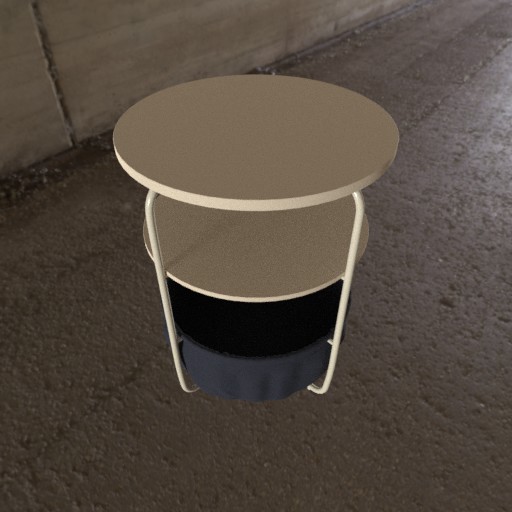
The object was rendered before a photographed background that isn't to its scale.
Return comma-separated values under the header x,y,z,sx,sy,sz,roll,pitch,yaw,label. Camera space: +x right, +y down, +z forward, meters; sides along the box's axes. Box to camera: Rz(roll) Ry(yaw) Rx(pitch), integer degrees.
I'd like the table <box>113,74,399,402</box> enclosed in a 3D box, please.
x,y,z,sx,sy,sz,roll,pitch,yaw,label
0.000,0.000,0.841,0.418,0.532,0.418,0,41,1,table
